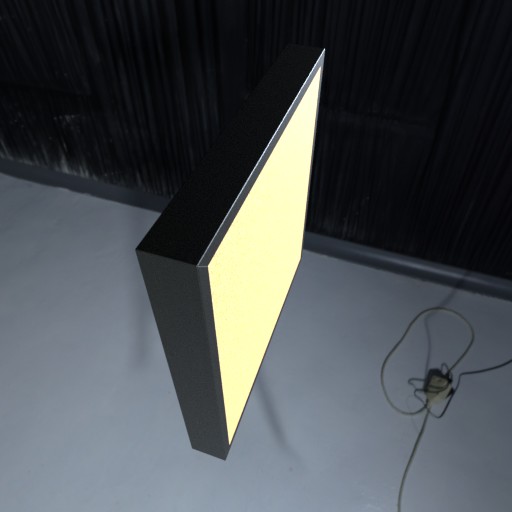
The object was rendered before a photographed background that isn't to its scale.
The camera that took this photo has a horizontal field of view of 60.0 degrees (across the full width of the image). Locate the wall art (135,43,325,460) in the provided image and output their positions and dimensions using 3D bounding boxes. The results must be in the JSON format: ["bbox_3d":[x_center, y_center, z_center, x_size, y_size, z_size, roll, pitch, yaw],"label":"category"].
[{"bbox_3d":[0.000,0.000,0.452,0.038,0.304,0.304,14,48,13],"label":"wall art"}]
